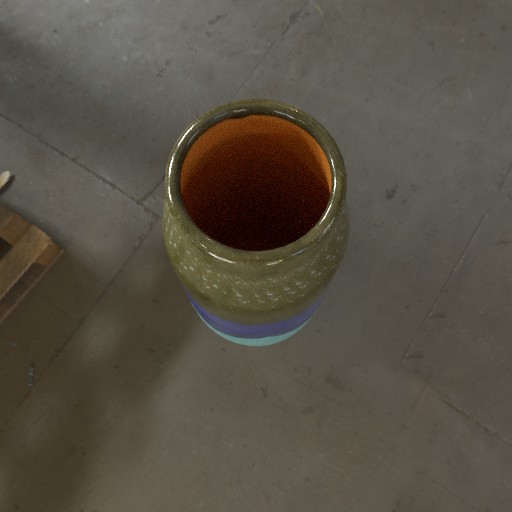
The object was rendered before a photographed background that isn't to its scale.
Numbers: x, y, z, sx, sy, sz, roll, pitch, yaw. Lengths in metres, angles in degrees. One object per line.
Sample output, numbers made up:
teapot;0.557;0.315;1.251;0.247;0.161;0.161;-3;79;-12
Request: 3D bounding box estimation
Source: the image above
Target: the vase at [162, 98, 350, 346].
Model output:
vase;0.000;0.000;0.374;0.139;0.313;0.139;0;75;0
